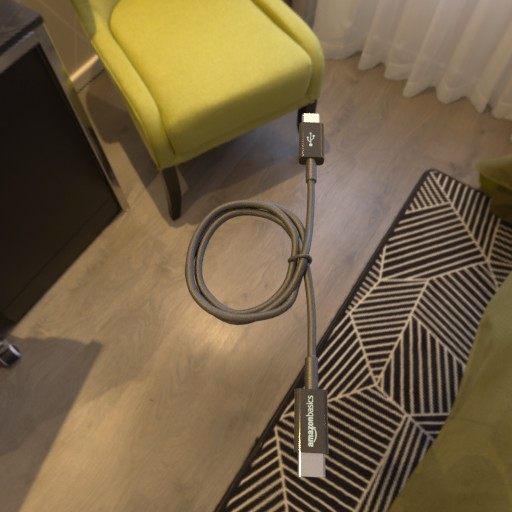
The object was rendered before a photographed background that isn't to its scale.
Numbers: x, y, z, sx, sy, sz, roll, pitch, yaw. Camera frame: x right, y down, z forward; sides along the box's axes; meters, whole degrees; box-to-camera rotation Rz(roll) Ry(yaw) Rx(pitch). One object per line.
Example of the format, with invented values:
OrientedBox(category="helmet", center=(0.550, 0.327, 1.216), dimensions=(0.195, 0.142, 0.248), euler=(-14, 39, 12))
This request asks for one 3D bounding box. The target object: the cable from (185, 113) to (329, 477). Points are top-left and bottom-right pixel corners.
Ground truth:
OrientedBox(category="cable", center=(0.000, 0.000, 0.218), dimensions=(0.070, 0.014, 0.192), euler=(3, 64, 1))
